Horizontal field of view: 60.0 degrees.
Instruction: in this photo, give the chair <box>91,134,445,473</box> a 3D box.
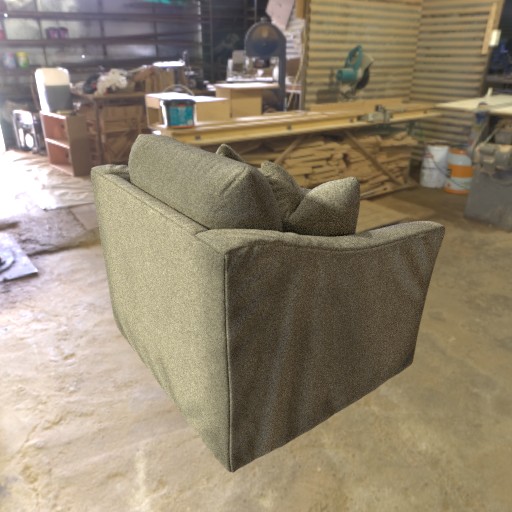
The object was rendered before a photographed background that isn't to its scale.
[{"bbox_3d":[0.000,0.000,2.028,1.071,1.059,1.194,-17,30,-32],"label":"chair"}]
